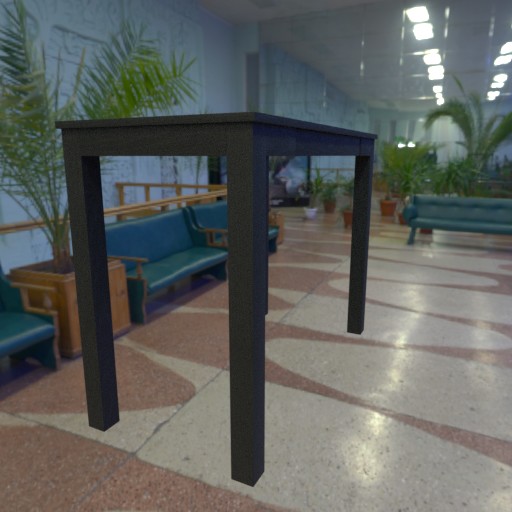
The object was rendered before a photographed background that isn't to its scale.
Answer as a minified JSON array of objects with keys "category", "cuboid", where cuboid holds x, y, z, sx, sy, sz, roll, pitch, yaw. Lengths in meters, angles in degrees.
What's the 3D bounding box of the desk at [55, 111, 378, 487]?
[{"category":"desk","cuboid":[0.000,0.000,1.388,0.499,0.762,0.991,6,14,26]}]
